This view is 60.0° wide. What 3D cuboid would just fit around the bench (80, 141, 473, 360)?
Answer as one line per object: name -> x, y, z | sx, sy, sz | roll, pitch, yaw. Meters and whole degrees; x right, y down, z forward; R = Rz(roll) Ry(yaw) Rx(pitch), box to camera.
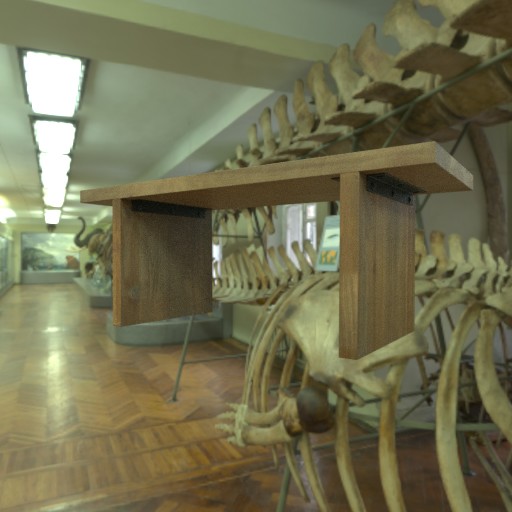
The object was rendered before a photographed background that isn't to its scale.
bench -> 0.000, 0.000, 1.407 | 1.183, 0.458, 0.458 | 0, 0, 35
